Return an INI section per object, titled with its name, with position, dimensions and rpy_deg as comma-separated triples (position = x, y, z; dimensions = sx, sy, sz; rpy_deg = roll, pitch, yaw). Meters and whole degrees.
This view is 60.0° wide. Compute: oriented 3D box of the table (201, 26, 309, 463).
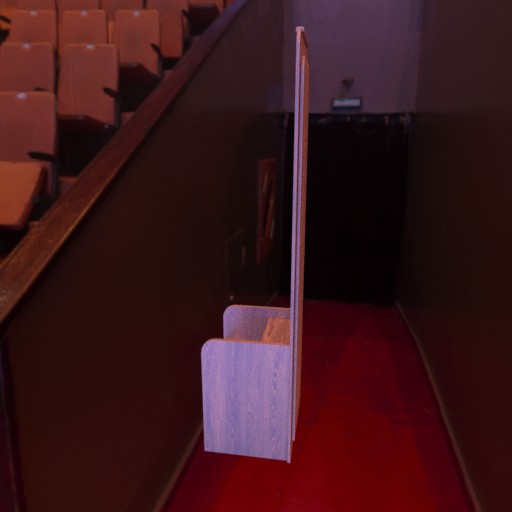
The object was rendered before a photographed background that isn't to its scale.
[table]
position = 0.000, 0.000, 2.031
dimensions = 0.420, 1.830, 0.450
rpy_deg = 3, 15, 9
